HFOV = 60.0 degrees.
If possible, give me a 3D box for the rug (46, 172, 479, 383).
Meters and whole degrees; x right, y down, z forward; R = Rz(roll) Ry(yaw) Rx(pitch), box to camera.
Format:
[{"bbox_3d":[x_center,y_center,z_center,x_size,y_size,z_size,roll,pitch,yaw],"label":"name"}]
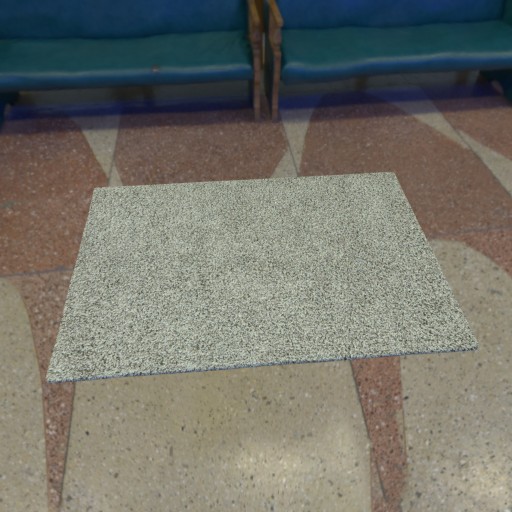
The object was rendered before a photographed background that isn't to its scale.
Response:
[{"bbox_3d":[0.000,0.000,2.216,1.778,0.030,1.219,-4,47,-3],"label":"rug"}]
